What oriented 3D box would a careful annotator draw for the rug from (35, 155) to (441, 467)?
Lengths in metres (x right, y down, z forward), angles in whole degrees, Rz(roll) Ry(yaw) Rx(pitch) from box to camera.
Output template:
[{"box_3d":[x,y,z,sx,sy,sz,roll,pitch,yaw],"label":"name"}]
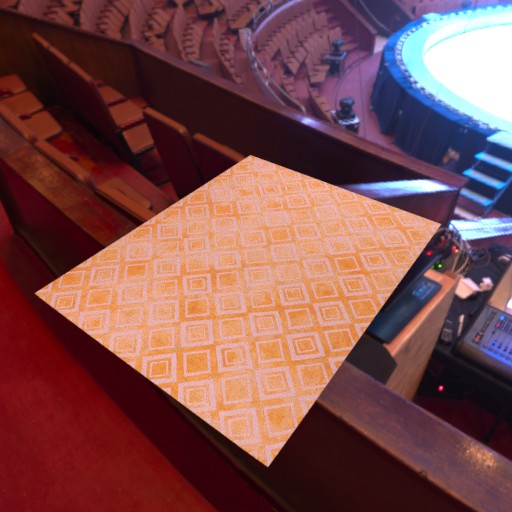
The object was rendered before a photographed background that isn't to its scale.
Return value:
[{"box_3d":[0.000,0.000,4.128,2.433,0.011,3.037,26,47,27],"label":"rug"}]
